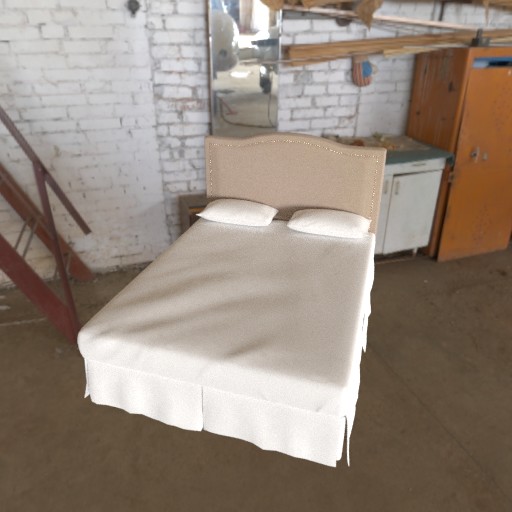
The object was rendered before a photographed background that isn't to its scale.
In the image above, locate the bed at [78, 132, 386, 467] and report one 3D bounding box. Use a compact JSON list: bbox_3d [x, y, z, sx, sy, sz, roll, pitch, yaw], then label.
[{"bbox_3d":[0.000,0.000,3.435,1.821,1.436,2.282,8,29,15],"label":"bed"}]
